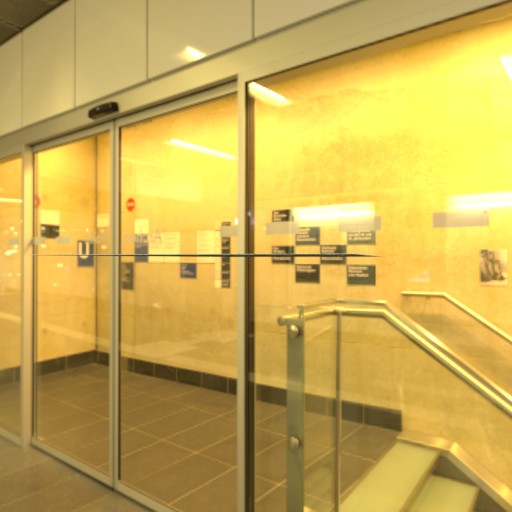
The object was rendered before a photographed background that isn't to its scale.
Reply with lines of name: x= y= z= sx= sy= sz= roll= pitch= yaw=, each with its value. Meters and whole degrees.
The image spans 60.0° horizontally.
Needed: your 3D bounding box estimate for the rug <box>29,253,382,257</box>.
rug: x=0.000 y=0.000 z=2.347 sx=1.206 sy=0.003 sz=1.835 roll=0 pitch=0 yaw=18
